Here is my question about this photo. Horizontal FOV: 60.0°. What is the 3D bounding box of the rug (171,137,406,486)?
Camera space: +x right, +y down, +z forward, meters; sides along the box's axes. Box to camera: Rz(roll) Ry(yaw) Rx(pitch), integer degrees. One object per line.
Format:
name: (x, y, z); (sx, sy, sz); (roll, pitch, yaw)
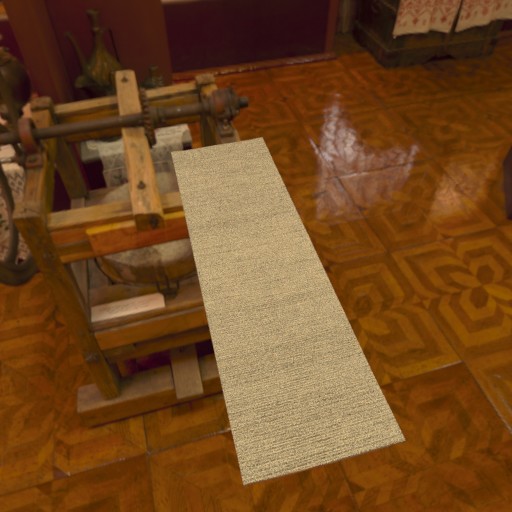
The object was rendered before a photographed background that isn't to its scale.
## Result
rug: (0.000, 0.000, 2.527); (0.692, 0.032, 2.320); (-11, 49, -10)
